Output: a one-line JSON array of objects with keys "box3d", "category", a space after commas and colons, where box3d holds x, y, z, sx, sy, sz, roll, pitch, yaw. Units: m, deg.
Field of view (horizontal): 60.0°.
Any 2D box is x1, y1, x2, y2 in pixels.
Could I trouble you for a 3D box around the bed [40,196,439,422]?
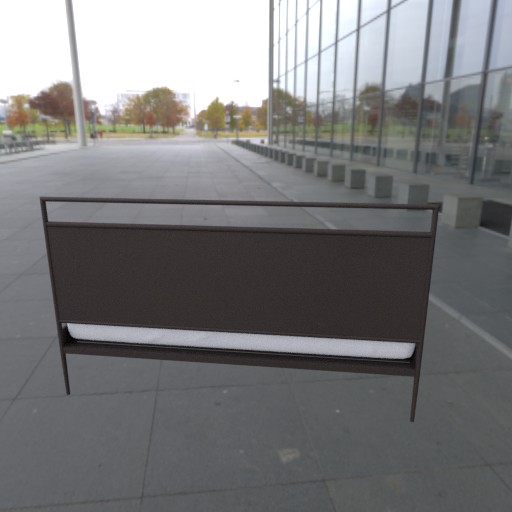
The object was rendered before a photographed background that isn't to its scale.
[{"box3d": [0.000, 0.000, 3.357, 1.993, 1.173, 2.151, 2, 16, 7], "category": "bed"}]
